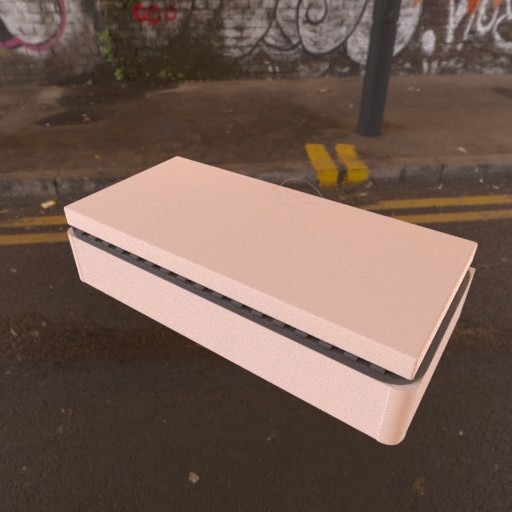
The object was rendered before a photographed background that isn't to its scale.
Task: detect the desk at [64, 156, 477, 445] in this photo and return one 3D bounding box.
[{"bbox_3d":[0.000,0.000,2.253,1.900,0.526,0.900,21,40,28],"label":"desk"}]
